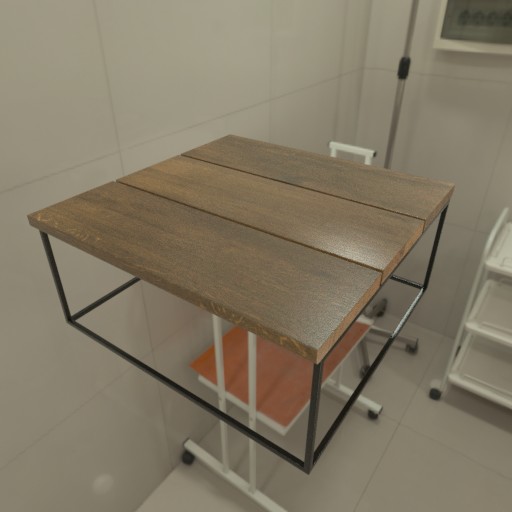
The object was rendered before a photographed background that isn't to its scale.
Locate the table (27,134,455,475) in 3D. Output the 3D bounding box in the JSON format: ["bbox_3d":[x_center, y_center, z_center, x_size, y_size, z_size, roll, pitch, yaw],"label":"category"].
[{"bbox_3d":[0.000,0.000,1.410,0.900,0.400,0.900,21,38,29],"label":"table"}]
